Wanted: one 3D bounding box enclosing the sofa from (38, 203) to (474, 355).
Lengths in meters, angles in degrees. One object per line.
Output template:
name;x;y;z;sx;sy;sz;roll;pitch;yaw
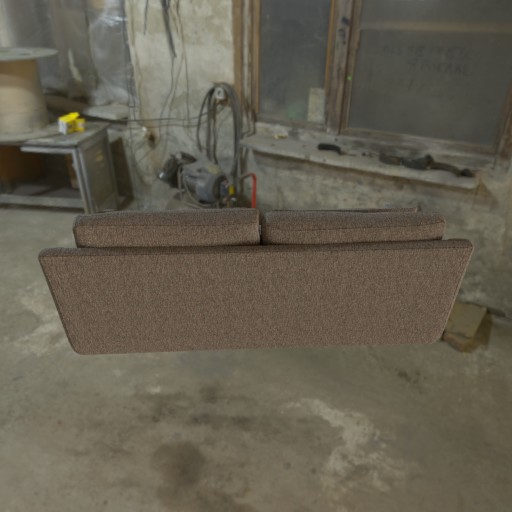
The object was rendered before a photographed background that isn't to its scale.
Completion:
sofa;0.000;0.000;3.050;2.418;0.998;1.103;-1;30;-2
